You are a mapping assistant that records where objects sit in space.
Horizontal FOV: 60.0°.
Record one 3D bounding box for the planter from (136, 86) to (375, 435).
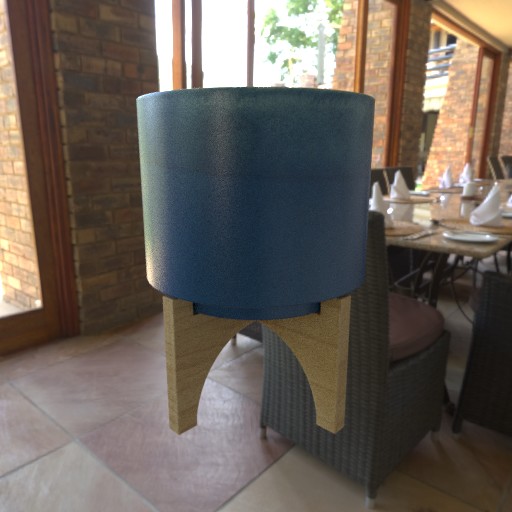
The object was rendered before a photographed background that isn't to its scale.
[{"bbox_3d":[0.000,0.000,0.399,0.192,0.263,0.192,0,14,0],"label":"planter"}]
